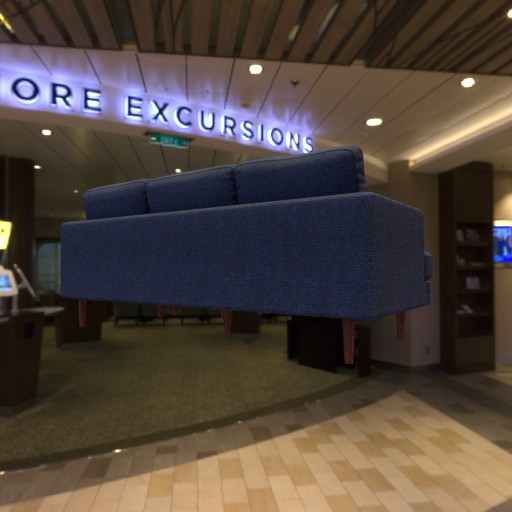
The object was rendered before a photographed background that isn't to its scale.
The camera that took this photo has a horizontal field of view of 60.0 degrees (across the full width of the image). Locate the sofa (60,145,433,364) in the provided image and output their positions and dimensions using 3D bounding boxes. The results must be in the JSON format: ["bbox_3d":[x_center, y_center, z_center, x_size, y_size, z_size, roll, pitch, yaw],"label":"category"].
[{"bbox_3d":[0.000,0.000,2.989,2.233,0.956,1.504,-1,-2,36],"label":"sofa"}]
